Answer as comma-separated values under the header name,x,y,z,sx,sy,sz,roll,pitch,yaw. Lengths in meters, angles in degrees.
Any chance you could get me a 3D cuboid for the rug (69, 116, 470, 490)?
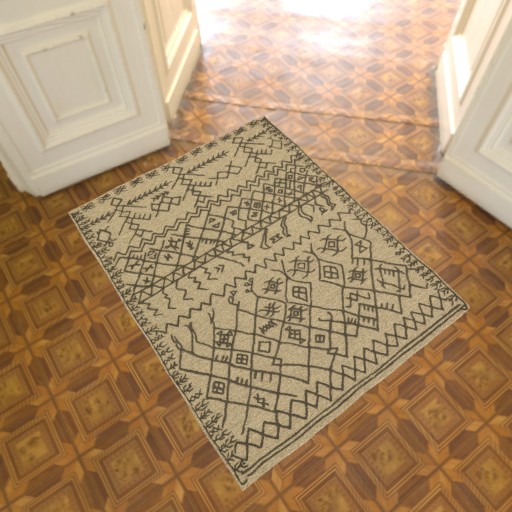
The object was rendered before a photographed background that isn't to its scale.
name,x,y,z,sx,sy,sz,roll,pitch,yaw
rug,0.000,0.000,3.317,1.964,0.025,2.455,-32,63,-18
